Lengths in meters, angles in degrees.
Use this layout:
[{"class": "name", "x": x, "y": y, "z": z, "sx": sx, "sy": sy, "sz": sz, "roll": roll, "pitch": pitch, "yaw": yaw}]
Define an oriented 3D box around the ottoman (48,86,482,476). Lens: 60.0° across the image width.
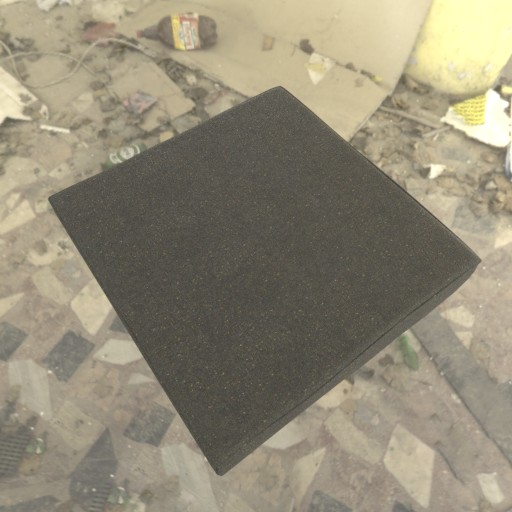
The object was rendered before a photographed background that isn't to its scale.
[{"class": "ottoman", "x": 0.000, "y": 0.000, "z": 1.522, "sx": 0.968, "sy": 0.382, "sz": 1.004, "roll": -32, "pitch": 63, "yaw": -18}]
